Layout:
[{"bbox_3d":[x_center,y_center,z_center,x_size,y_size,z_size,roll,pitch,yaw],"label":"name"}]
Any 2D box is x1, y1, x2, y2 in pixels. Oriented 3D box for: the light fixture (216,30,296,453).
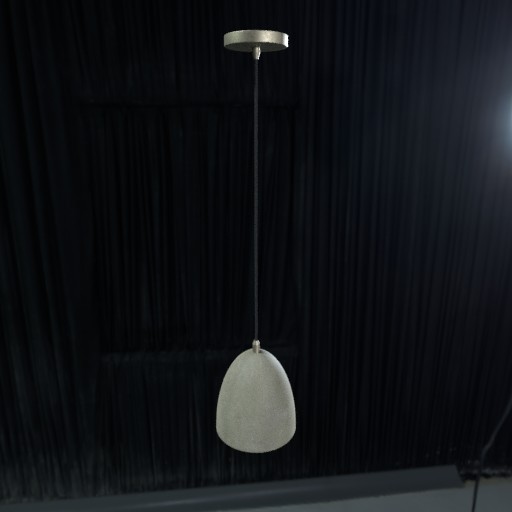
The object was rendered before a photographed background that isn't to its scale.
[{"bbox_3d":[0.000,0.000,0.843,0.170,0.759,0.170,-3,17,-8],"label":"light fixture"}]
